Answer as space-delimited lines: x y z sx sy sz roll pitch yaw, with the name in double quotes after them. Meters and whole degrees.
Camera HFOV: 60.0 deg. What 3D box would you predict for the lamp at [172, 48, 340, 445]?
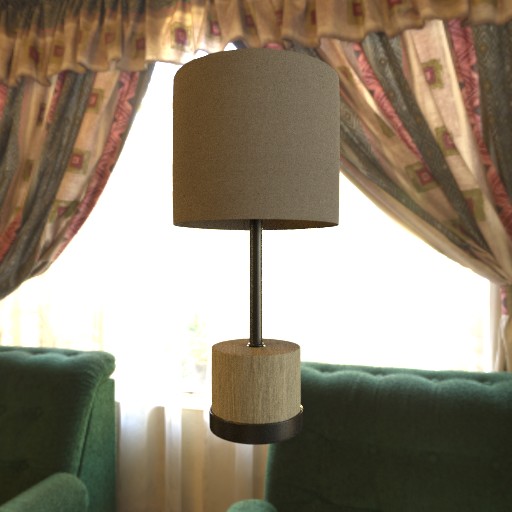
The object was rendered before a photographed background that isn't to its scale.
0.000 0.000 0.614 0.229 0.470 0.229 0 0 -1 "lamp"
